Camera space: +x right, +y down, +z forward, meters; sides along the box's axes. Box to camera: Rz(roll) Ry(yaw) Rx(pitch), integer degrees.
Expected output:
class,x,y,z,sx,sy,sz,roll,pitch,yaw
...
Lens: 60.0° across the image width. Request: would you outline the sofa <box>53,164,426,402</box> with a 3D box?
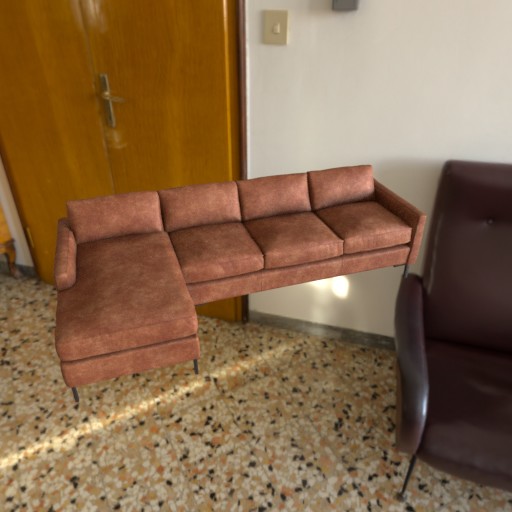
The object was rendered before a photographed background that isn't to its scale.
class,x,y,z,sx,sy,sz,roll,pitch,yaw
sofa,0.000,0.000,3.593,2.993,0.859,1.471,-10,32,-16
